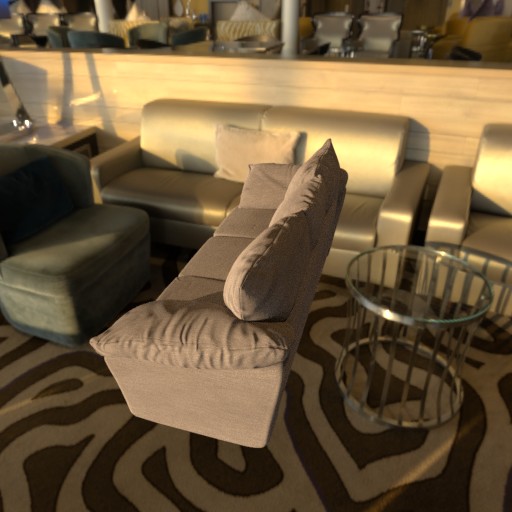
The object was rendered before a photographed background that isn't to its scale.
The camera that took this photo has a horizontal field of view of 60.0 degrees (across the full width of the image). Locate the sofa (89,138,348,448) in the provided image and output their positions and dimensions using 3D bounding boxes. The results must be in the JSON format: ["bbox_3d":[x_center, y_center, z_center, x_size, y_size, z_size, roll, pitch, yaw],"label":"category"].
[{"bbox_3d":[0.000,0.000,2.865,0.927,1.043,2.390,8,31,14],"label":"sofa"}]
